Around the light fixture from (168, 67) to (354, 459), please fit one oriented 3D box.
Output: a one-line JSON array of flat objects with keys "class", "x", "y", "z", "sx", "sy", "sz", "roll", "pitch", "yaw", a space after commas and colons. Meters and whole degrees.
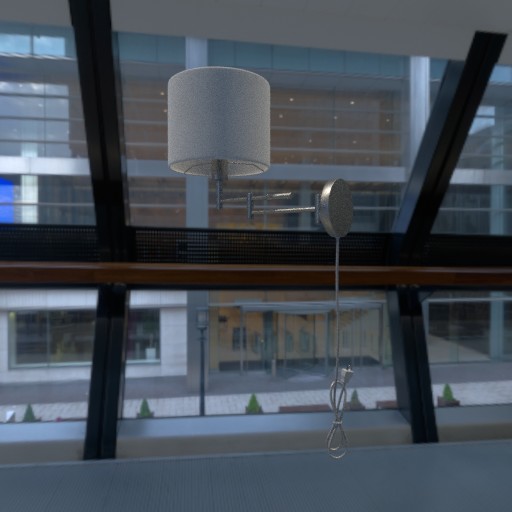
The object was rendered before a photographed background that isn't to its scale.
[{"class": "light fixture", "x": 0.000, "y": 0.000, "z": 1.048, "sx": 0.479, "sy": 0.842, "sz": 0.253, "roll": 1, "pitch": 1, "yaw": 36}]
